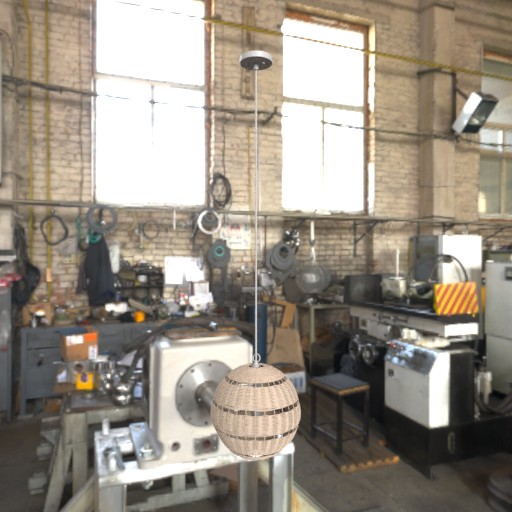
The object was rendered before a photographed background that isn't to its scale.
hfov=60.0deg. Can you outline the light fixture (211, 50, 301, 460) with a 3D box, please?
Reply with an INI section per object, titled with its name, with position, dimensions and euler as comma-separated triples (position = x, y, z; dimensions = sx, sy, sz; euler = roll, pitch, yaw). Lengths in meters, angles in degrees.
[light fixture]
position = 0.000, 0.000, 2.261
dimensions = 0.457, 2.019, 0.457
euler = 0, 0, 37
